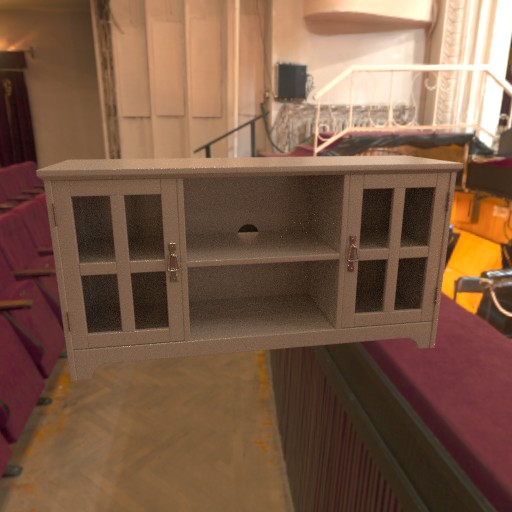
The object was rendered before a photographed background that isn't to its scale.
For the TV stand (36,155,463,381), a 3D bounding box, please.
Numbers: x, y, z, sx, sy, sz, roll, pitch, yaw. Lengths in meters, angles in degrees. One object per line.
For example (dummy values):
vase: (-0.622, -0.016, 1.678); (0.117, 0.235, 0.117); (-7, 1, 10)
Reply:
TV stand: (0.000, 0.000, 1.442); (1.167, 0.603, 0.344); (-3, 17, -10)
